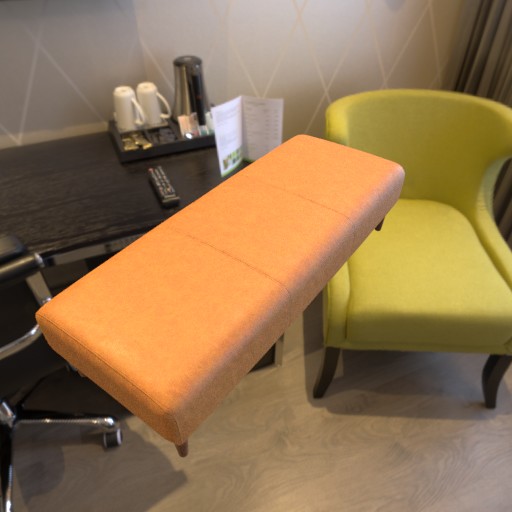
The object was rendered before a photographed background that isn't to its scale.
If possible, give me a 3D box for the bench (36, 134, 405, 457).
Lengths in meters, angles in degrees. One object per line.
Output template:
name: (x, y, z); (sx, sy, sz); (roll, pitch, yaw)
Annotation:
bench: (0.000, 0.000, 1.877); (0.653, 0.399, 1.610); (26, 47, 27)
